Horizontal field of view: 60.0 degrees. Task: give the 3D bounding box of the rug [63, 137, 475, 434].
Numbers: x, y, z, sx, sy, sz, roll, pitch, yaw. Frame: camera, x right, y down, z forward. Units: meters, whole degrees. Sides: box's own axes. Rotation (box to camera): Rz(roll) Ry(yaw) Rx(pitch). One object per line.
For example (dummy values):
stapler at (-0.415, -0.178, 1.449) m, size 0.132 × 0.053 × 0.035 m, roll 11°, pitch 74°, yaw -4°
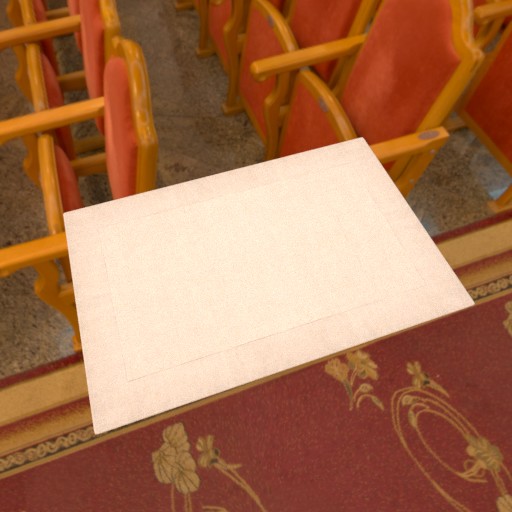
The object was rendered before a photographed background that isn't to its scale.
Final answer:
rug at (0.000, 0.000, 2.295) m, size 1.829 × 0.013 × 1.219 m, roll -16°, pitch 59°, yaw -10°
